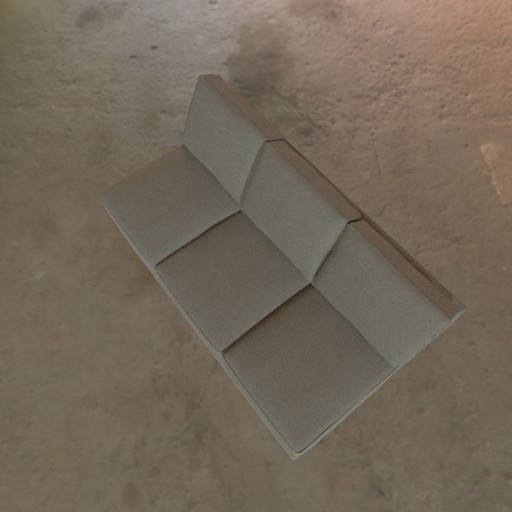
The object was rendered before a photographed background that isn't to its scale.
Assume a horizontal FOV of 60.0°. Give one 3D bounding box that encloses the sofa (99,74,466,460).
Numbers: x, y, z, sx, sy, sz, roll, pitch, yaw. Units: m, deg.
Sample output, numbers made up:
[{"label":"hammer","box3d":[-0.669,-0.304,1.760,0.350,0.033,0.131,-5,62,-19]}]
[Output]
[{"label":"sofa","box3d":[0.000,0.000,2.768,1.127,1.036,2.092,-35,67,-17]}]
